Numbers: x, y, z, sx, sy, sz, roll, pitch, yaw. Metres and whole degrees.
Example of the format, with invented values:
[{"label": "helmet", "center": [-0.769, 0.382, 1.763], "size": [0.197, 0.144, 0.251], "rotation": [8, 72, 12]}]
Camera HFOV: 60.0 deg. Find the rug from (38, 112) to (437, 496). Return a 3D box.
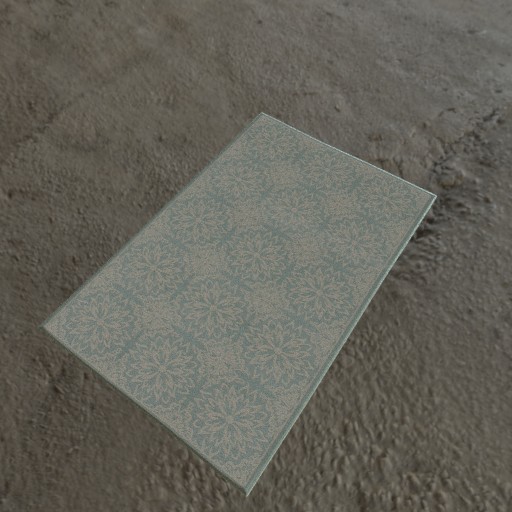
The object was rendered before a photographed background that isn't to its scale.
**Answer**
[{"label": "rug", "center": [0.000, 0.000, 2.301], "size": [1.219, 0.012, 1.840], "rotation": [31, 63, 18]}]
